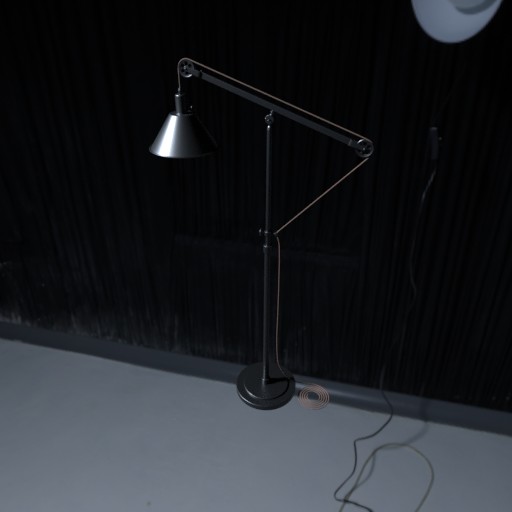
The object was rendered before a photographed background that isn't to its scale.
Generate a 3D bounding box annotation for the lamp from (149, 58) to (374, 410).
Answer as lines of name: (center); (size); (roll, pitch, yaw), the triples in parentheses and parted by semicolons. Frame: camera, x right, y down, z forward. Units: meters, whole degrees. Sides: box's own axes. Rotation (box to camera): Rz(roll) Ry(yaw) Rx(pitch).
lamp: (0.000, 0.000, 2.003); (0.904, 1.626, 0.319); (9, 32, 14)
